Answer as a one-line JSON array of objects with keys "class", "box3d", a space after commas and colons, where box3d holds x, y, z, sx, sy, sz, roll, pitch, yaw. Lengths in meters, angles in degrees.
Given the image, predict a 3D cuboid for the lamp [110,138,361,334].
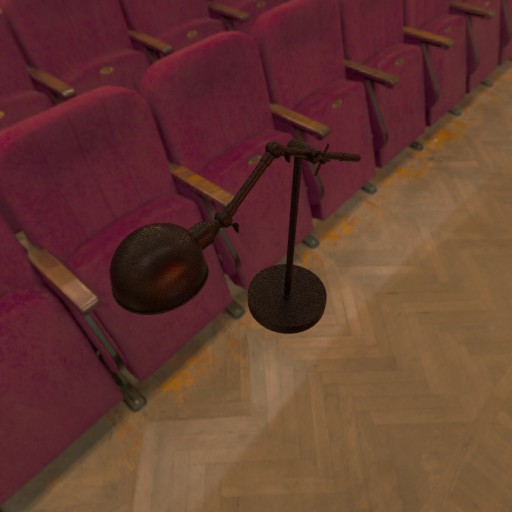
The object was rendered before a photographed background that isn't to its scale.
[{"class": "lamp", "box3d": [0.000, 0.000, 0.824, 0.185, 0.495, 0.567, 33, 55, 27]}]
